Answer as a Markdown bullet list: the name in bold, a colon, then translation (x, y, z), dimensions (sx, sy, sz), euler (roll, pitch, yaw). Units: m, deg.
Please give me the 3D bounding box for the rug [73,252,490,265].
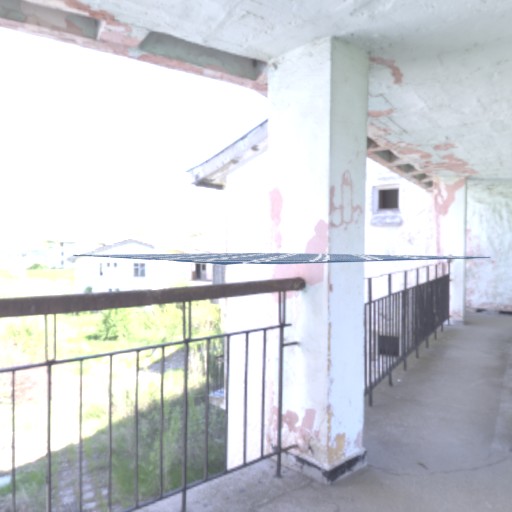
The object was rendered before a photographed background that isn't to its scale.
- **rug**: translation (0.000, 0.000, 3.785), dimensions (2.277, 0.020, 2.867), euler (-1, 1, -37)
